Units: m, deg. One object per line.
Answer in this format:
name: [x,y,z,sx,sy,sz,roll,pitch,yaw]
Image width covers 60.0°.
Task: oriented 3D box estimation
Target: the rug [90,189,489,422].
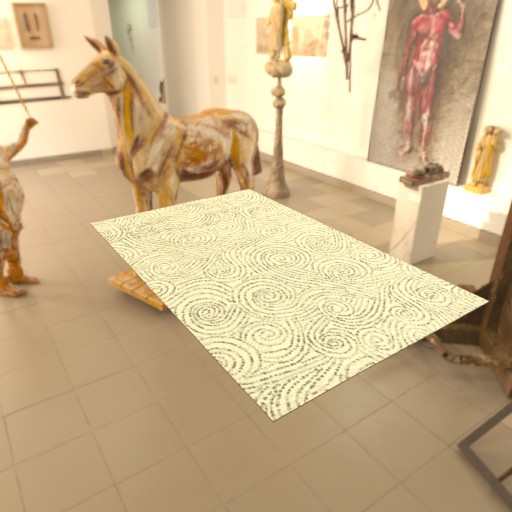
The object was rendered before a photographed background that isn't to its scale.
rug: [0.000,0.000,3.012,1.524,0.005,2.439,-17,32,-30]
